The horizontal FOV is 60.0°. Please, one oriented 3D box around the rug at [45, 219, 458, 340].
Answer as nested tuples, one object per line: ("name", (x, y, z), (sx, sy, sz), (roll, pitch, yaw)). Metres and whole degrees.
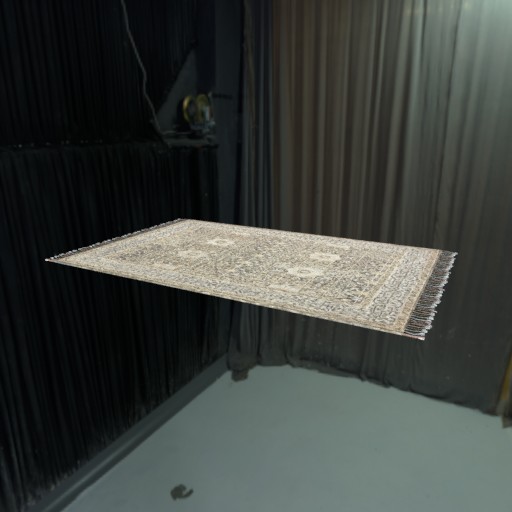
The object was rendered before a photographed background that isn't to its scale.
("rug", (0.000, 0.000, 2.539), (2.029, 0.010, 1.237), (9, 19, 27))
